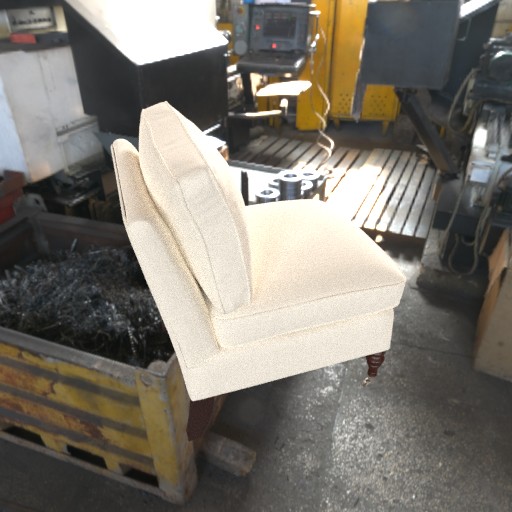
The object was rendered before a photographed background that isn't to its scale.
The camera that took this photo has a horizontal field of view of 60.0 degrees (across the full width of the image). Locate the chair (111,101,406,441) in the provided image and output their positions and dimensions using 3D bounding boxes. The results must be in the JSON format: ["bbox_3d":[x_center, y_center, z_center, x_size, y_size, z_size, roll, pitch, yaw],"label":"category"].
[{"bbox_3d":[0.000,0.000,1.449,0.781,0.887,0.630,-10,34,-15],"label":"chair"}]
